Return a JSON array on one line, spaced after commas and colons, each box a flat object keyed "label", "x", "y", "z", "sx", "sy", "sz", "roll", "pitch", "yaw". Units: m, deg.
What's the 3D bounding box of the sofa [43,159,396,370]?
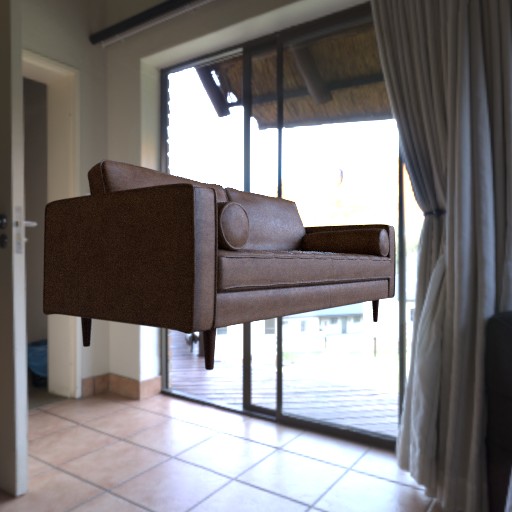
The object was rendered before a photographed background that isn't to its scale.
[{"label": "sofa", "x": 0.000, "y": 0.000, "z": 2.409, "sx": 0.924, "sy": 0.825, "sz": 1.920, "roll": -1, "pitch": -1, "yaw": 36}]
